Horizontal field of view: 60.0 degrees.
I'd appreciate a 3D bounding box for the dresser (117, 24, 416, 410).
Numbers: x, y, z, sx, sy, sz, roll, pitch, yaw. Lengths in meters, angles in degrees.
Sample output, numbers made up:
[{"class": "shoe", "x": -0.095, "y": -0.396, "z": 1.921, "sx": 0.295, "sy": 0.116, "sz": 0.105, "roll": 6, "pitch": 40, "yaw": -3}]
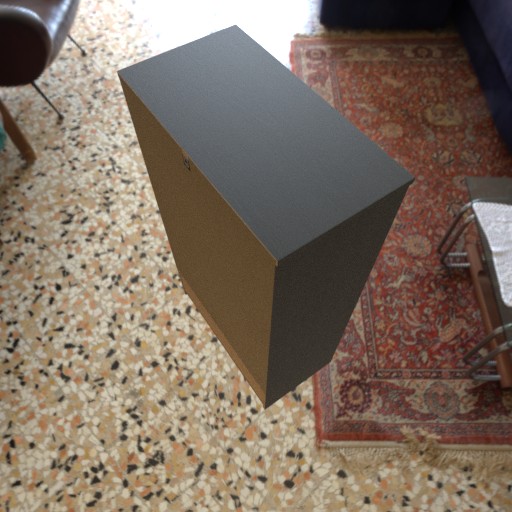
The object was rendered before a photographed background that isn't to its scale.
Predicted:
[{"class": "dresser", "x": 0.000, "y": 0.000, "z": 1.590, "sx": 0.399, "sy": 1.255, "sz": 0.704, "roll": -31, "pitch": 63, "yaw": -17}]
